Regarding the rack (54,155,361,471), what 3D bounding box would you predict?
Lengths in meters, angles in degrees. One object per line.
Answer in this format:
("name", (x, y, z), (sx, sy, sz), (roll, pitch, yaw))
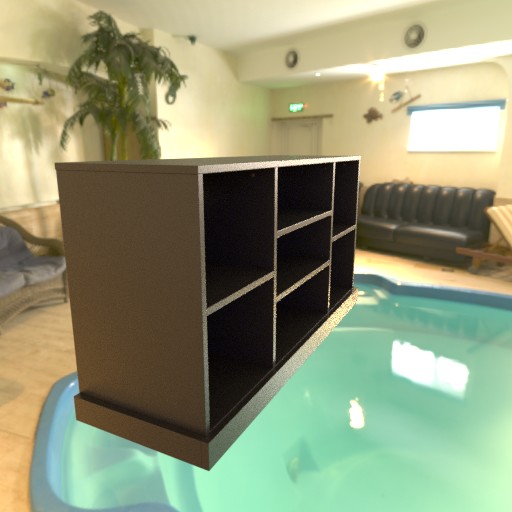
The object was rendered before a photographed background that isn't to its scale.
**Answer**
("rack", (0.000, 0.000, 1.474), (0.399, 0.635, 1.206), (7, 15, 26))
